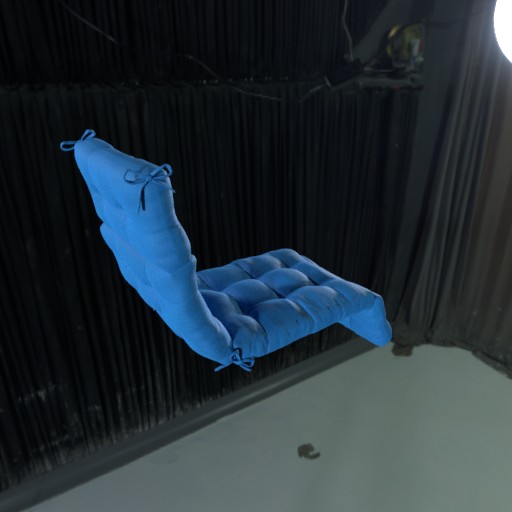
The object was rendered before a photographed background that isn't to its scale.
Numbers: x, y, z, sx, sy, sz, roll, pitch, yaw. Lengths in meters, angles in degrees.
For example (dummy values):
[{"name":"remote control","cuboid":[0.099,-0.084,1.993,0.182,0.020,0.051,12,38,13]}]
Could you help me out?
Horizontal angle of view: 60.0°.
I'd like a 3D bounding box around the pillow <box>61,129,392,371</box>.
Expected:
[{"name":"pillow","cuboid":[0.000,0.000,1.509,1.016,0.863,0.526,-17,30,-32]}]
